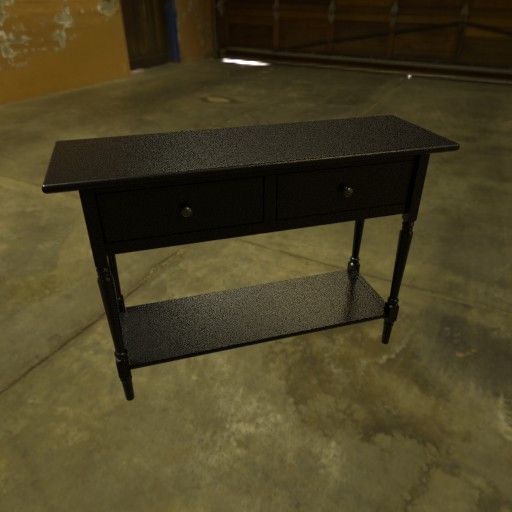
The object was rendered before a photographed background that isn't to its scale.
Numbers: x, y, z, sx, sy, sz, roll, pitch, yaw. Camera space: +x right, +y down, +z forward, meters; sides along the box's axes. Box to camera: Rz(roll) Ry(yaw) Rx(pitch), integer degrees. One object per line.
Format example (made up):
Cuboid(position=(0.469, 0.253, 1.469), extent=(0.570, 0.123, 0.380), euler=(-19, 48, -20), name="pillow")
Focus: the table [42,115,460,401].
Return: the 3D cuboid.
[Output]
Cuboid(position=(0.000, 0.000, 1.575), extent=(1.191, 0.819, 0.386), euler=(-9, 32, -14), name="table")
